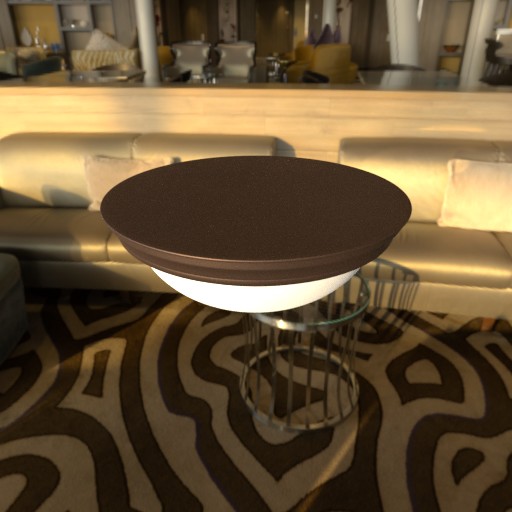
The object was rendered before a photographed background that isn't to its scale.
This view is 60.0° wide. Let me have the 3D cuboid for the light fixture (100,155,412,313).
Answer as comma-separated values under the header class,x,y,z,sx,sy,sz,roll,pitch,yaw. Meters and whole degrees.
class,x,y,z,sx,sy,sz,roll,pitch,yaw
light fixture,0.000,0.000,0.447,0.280,0.135,0.280,0,27,0
